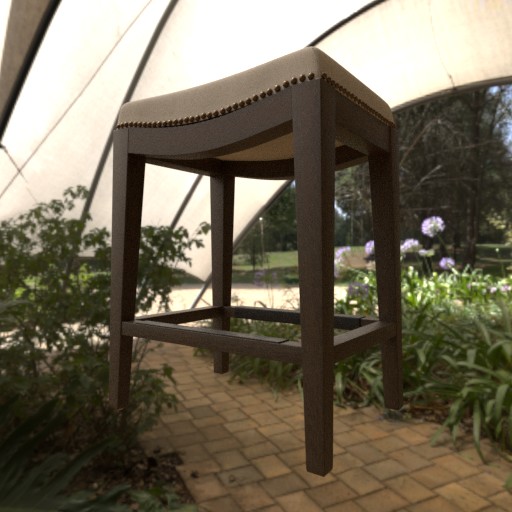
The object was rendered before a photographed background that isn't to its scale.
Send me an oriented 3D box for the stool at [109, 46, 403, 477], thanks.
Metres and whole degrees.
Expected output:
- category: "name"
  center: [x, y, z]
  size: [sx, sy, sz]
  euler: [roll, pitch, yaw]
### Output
- category: "stool"
  center: [0.000, 0.000, 0.925]
  size: [0.500, 0.642, 0.361]
  euler: [0, 0, 36]
